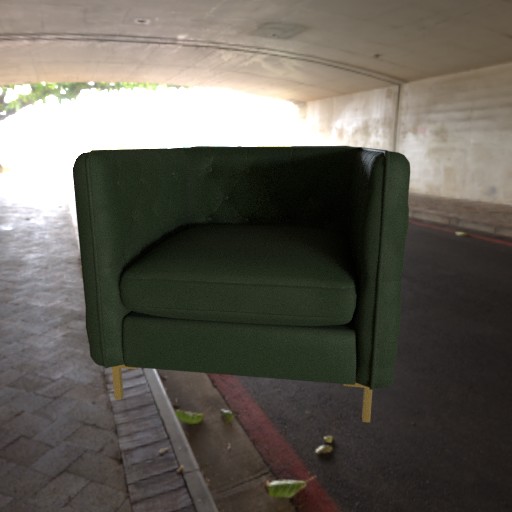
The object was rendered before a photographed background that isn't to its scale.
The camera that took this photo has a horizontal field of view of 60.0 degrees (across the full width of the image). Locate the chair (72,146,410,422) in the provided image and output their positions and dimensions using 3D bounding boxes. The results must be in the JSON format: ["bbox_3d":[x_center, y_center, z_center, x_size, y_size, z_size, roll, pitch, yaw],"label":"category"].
[{"bbox_3d":[0.000,0.000,1.590,0.917,0.768,0.855,2,14,9],"label":"chair"}]
